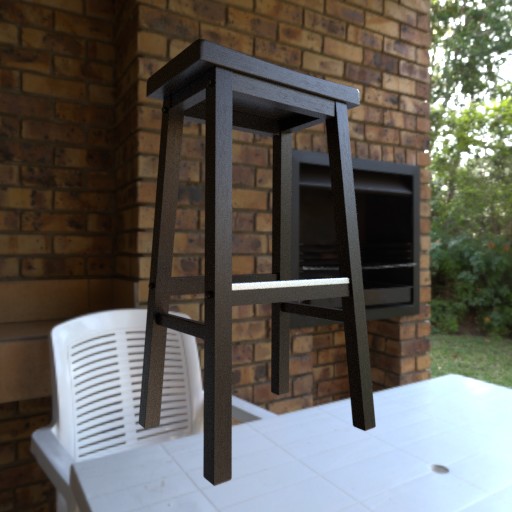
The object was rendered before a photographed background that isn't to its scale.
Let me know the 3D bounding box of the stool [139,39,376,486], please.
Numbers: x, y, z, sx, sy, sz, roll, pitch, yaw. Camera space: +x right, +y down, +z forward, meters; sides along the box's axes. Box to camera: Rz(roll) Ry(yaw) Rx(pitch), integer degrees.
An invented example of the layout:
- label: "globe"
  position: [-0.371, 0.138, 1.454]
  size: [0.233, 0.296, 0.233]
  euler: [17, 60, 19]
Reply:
- label: "stool"
  position: [0.000, 0.000, 0.962]
  size: [0.406, 0.742, 0.322]
  euler: [0, 1, -36]
